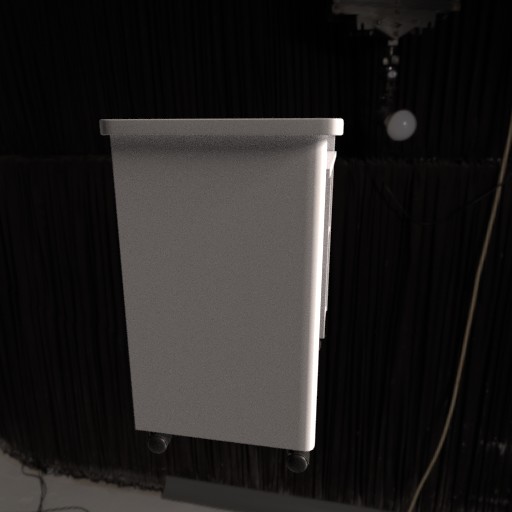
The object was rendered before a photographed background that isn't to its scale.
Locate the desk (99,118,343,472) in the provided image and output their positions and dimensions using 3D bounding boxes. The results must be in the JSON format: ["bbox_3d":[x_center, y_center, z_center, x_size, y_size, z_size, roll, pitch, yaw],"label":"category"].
[{"bbox_3d":[0.000,0.000,1.328,0.475,0.763,0.877,3,16,10],"label":"desk"}]
